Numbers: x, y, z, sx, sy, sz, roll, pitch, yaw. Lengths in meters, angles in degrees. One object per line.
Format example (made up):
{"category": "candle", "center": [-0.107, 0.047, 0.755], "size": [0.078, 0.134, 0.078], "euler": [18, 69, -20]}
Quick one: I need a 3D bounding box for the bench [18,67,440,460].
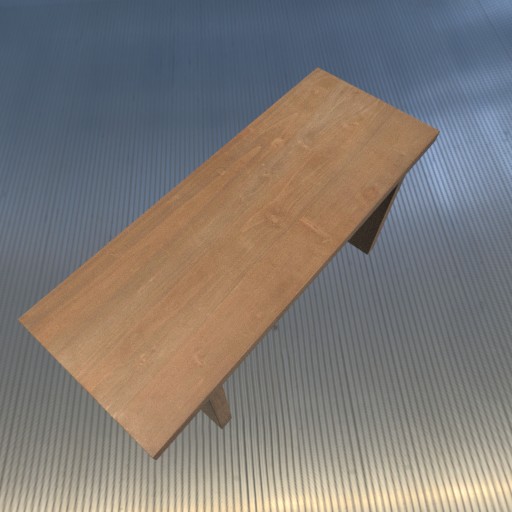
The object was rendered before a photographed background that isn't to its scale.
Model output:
{"category": "bench", "center": [0.000, 0.000, 1.384], "size": [0.458, 0.458, 1.183], "euler": [36, 66, 19]}
